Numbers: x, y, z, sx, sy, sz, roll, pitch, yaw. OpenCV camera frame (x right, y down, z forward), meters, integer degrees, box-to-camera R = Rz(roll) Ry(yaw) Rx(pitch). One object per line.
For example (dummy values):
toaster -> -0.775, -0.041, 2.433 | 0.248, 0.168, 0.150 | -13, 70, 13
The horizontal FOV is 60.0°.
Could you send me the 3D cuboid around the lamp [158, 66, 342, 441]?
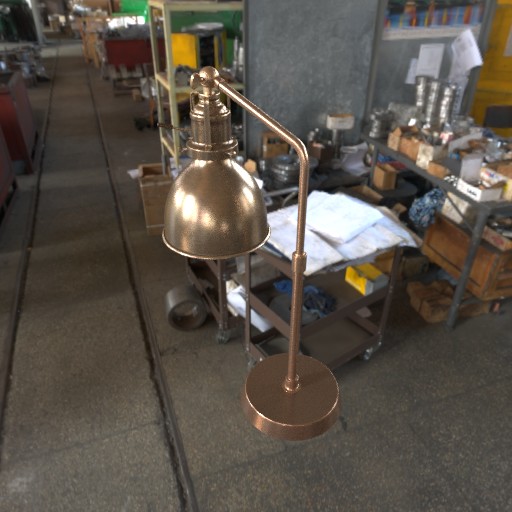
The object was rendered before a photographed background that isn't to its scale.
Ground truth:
lamp -> 0.000, 0.000, 0.589 | 0.286, 0.456, 0.153 | 21, 38, 30
